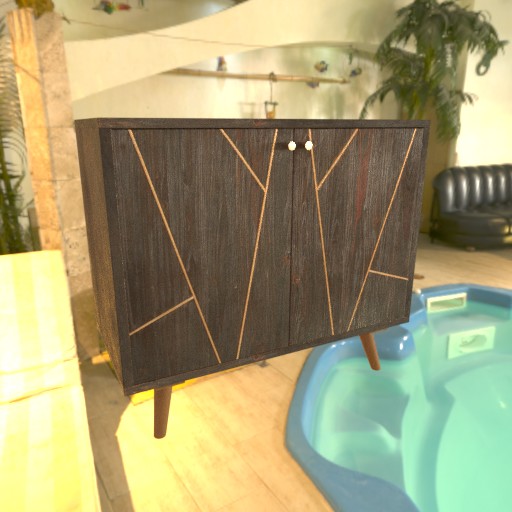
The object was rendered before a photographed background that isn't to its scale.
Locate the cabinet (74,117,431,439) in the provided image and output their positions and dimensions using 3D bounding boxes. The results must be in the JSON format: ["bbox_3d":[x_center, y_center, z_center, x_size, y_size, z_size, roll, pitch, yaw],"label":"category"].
[{"bbox_3d":[0.000,0.000,1.527,1.023,0.897,0.529,-8,18,-26],"label":"cabinet"}]
